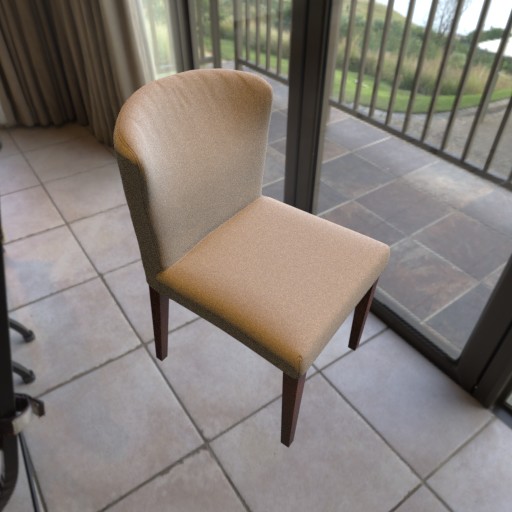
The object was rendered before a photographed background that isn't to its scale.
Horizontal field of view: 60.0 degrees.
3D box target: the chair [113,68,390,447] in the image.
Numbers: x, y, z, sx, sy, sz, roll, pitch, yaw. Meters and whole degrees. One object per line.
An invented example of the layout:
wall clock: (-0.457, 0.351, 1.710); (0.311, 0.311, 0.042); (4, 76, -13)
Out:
chair: (0.000, 0.000, 1.208); (0.592, 0.839, 0.491); (26, 48, 26)
